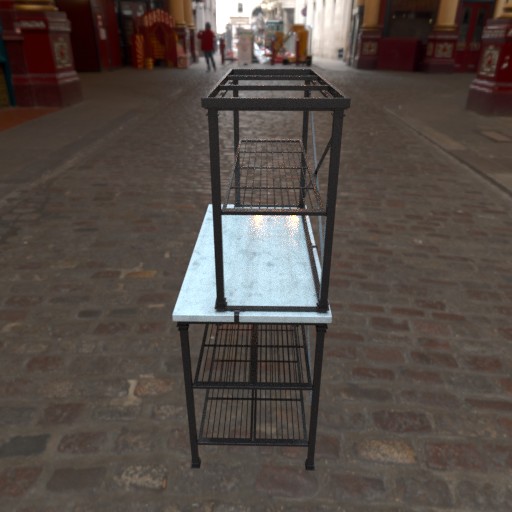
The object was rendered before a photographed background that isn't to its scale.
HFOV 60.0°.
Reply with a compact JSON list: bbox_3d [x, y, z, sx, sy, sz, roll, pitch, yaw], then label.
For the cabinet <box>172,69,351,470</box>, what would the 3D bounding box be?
[{"bbox_3d":[0.000,0.000,2.231,0.610,1.659,1.210,1,27,1],"label":"cabinet"}]
